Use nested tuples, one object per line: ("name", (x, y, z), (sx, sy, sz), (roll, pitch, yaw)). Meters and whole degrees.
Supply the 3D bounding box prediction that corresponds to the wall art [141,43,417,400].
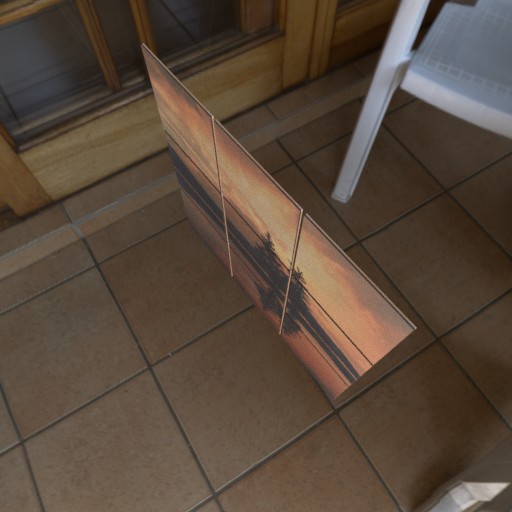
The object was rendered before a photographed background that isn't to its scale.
("wall art", (0.000, 0.000, 2.244), (0.013, 1.525, 1.520), (-35, 69, -15))
